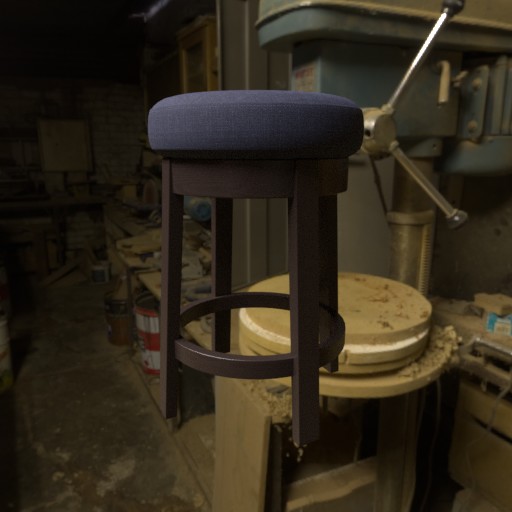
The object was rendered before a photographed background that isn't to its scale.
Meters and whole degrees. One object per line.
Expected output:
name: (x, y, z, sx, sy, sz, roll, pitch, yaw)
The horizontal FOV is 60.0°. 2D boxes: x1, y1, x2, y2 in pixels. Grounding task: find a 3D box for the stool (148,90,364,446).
stool: (0.000, 0.000, 0.968, 0.449, 0.655, 0.449, 0, 14, 0)
